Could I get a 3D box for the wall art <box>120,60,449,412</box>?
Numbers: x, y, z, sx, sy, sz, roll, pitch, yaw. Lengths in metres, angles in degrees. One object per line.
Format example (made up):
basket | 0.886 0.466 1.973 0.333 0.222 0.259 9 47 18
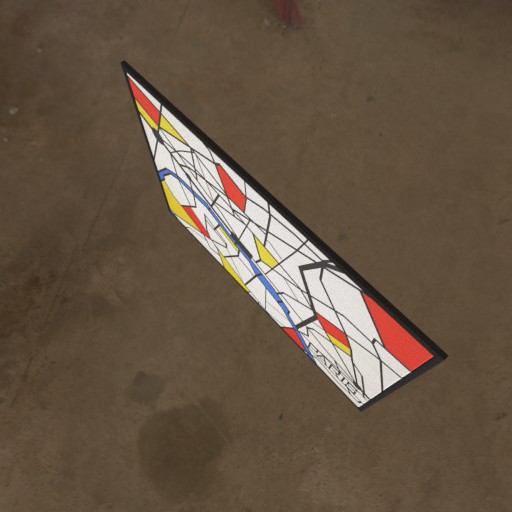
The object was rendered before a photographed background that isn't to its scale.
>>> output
wall art | 0.000 0.000 1.206 0.013 0.665 0.963 -39 70 -17
